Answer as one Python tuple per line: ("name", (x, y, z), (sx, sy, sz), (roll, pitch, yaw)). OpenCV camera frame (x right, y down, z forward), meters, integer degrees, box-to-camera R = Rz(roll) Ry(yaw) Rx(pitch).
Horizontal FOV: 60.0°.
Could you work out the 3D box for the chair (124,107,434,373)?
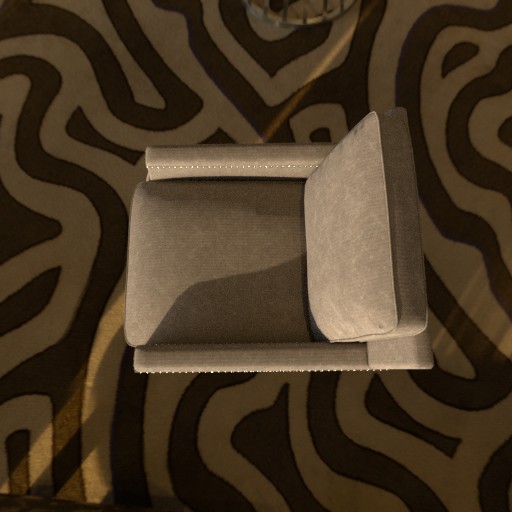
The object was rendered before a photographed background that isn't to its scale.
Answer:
("chair", (0.000, 0.000, 1.681), (1.014, 0.948, 0.853), (-1, 76, 0))
